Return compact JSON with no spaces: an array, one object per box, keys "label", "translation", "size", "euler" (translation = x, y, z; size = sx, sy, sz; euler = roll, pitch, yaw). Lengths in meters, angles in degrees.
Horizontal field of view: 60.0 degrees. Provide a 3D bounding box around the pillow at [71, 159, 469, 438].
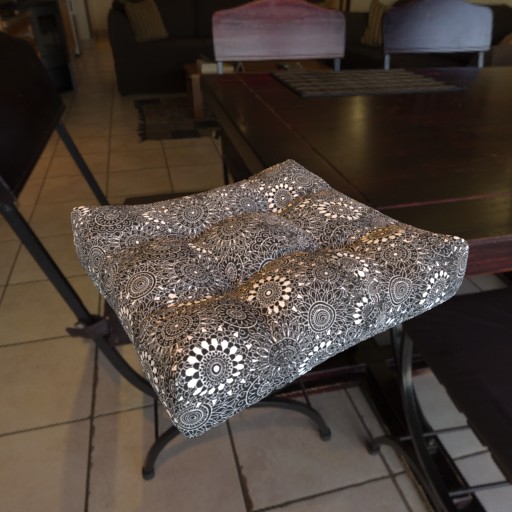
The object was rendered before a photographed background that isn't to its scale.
[{"label":"pillow","translation":[0.000,0.000,0.730],"size":[0.490,0.128,0.468],"euler":[-19,37,-27]}]
